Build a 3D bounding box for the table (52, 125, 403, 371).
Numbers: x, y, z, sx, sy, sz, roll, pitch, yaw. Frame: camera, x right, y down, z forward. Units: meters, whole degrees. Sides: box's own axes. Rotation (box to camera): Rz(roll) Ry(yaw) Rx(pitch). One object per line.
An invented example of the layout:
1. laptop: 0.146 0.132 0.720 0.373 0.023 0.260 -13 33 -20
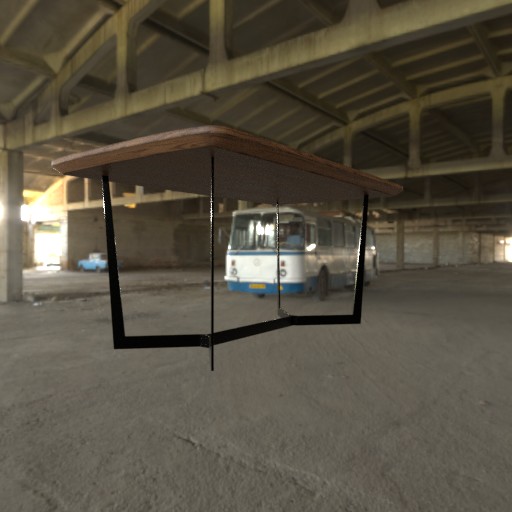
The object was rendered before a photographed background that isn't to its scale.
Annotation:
1. table: 0.000 0.000 2.151 0.949 0.765 1.643 1 1 37
